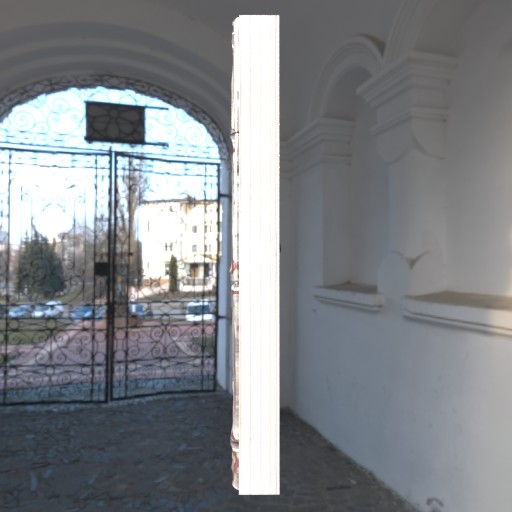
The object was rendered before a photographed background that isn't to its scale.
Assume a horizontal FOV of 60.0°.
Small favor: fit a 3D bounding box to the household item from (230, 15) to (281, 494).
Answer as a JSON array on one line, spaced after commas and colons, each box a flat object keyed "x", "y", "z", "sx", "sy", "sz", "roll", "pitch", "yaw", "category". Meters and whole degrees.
[{"x": 0.000, "y": 0.000, "z": 0.282, "sx": 0.025, "sy": 0.216, "sz": 0.165, "roll": 0, "pitch": -1, "yaw": 0, "category": "household item"}]
